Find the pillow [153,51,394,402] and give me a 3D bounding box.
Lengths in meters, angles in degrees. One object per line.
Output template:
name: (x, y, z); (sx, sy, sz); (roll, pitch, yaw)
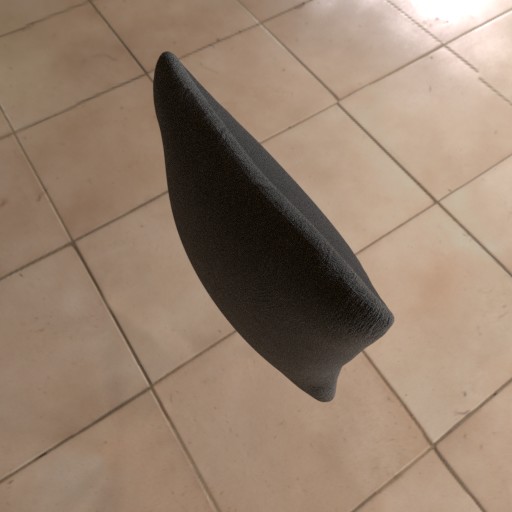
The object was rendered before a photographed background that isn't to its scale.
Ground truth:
pillow: (0.000, 0.000, 0.798); (0.210, 0.523, 0.533); (-32, 68, -15)
